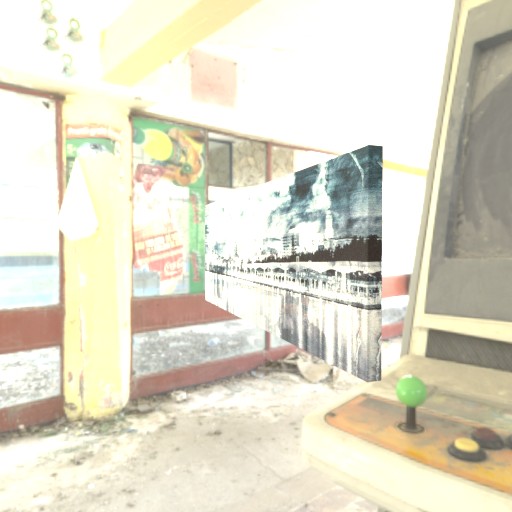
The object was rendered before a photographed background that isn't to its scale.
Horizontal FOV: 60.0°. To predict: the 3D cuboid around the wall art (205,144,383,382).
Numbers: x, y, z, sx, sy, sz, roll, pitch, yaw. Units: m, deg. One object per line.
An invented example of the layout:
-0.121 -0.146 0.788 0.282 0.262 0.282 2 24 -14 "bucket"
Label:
0.000 0.000 1.669 0.037 0.509 1.524 0 1 -20 "wall art"
